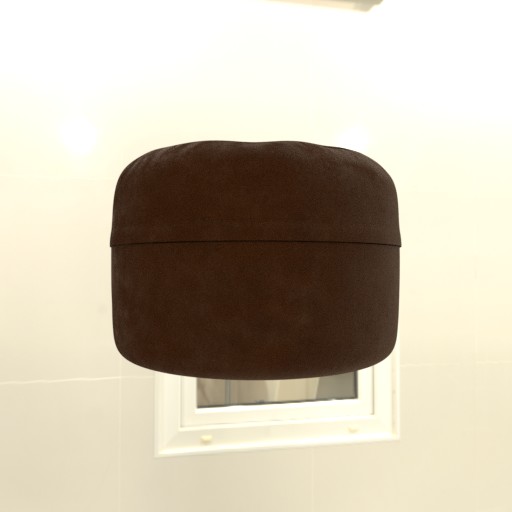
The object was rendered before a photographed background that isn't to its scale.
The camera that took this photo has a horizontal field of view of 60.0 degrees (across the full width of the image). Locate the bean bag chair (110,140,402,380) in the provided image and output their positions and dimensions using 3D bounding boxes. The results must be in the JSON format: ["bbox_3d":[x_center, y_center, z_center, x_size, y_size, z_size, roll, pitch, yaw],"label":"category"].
[{"bbox_3d":[0.000,0.000,1.465,0.918,0.616,0.918,0,-1,0],"label":"bean bag chair"}]
